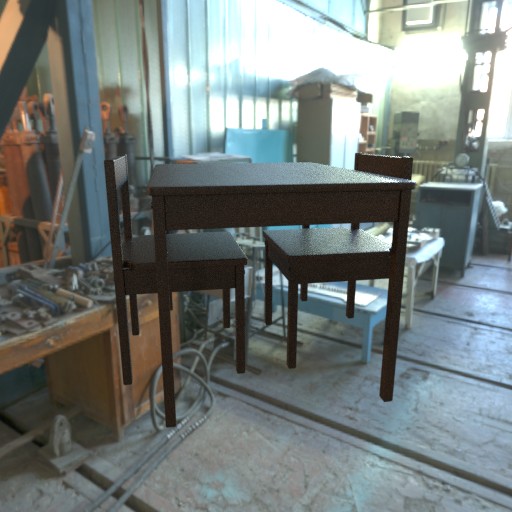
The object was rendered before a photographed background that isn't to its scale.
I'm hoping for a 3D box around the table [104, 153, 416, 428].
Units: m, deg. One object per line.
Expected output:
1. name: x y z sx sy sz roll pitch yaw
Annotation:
1. table: 0.000 0.000 1.139 0.672 0.503 0.650 -3 15 -10
